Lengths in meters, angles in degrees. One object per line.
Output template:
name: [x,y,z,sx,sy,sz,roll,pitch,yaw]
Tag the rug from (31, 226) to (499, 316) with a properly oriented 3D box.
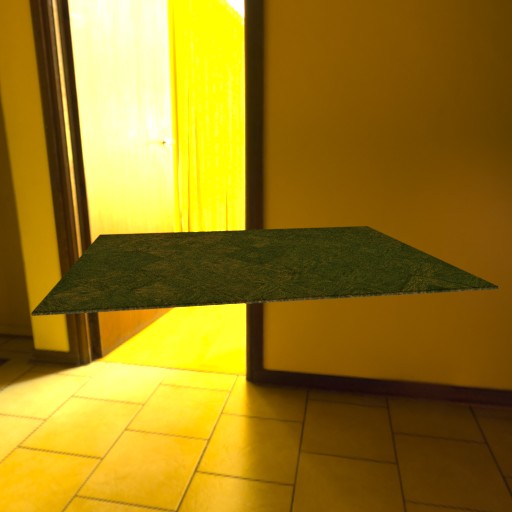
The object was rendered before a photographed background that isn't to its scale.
rug: [0.000,0.000,4.145,3.217,0.027,2.405,-2,15,-9]
